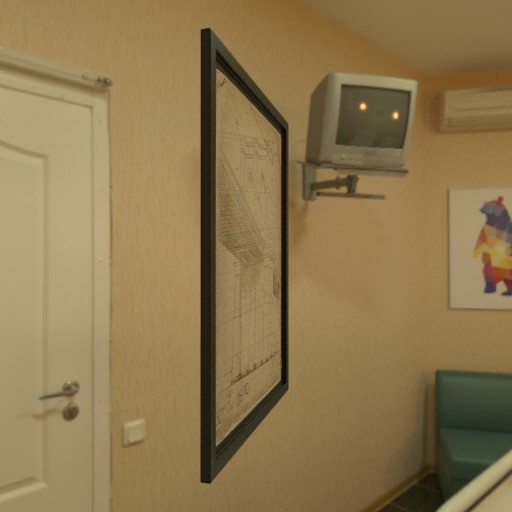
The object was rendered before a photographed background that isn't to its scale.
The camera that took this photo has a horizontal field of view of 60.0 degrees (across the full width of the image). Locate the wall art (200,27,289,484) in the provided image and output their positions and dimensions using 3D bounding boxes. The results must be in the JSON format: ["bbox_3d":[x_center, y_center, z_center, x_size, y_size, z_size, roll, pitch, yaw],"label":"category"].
[{"bbox_3d":[0.000,0.000,0.869,0.016,0.657,0.480,0,0,18],"label":"wall art"}]
